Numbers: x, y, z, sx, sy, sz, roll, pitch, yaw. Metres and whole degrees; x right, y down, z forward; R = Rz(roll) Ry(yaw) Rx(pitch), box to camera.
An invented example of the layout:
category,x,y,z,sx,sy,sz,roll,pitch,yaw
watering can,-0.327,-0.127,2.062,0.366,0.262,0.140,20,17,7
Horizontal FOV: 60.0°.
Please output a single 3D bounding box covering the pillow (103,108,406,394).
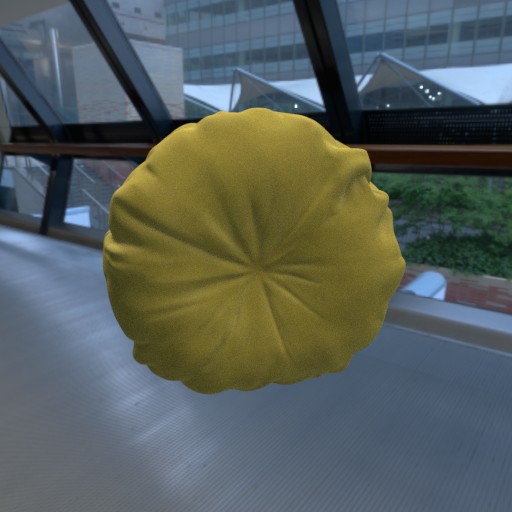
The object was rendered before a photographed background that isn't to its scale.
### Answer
category,x,y,z,sx,sy,sz,roll,pitch,yaw
pillow,0.000,0.000,0.643,0.428,0.407,0.148,-2,16,-7
